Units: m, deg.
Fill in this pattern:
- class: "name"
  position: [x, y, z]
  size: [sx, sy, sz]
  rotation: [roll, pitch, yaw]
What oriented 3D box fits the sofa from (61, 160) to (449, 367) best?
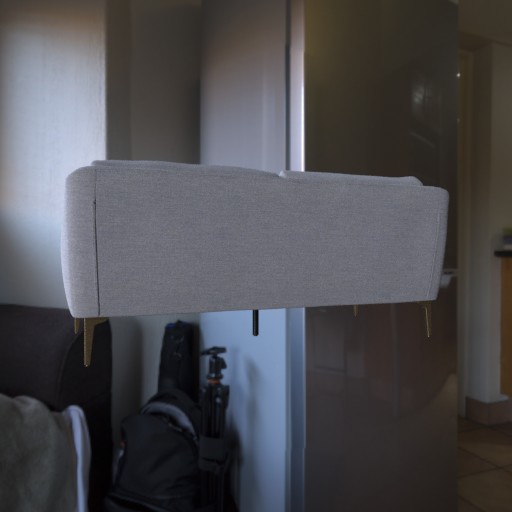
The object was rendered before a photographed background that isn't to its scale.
- class: "sofa"
  position: [0.000, 0.000, 2.521]
  size: [2.036, 0.913, 0.980]
  rotation: [0, 1, -21]
